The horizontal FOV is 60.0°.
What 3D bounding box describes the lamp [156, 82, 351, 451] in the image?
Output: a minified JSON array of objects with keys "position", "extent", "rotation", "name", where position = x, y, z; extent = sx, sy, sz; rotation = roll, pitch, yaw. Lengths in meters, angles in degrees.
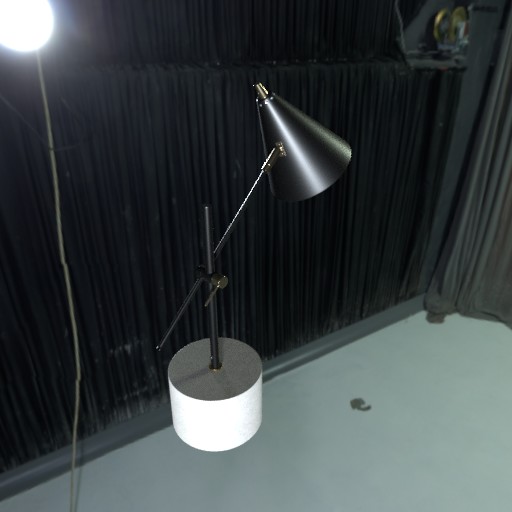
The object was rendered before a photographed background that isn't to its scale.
[{"position":[0.000,0.000,0.723],"extent":[0.403,0.518,0.214],"rotation":[-19,33,-33],"name":"lamp"}]
